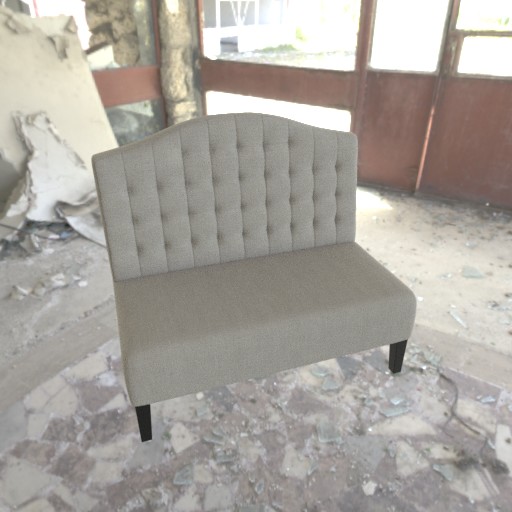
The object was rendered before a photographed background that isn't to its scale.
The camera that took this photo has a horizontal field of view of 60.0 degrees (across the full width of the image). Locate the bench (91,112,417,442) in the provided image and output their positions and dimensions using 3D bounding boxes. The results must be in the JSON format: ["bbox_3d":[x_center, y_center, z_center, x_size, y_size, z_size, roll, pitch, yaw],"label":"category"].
[{"bbox_3d":[0.000,0.000,2.103,1.335,1.180,0.815,-10,31,-16],"label":"bench"}]
